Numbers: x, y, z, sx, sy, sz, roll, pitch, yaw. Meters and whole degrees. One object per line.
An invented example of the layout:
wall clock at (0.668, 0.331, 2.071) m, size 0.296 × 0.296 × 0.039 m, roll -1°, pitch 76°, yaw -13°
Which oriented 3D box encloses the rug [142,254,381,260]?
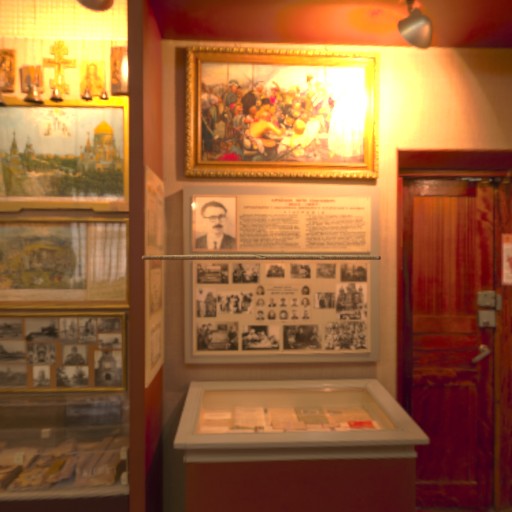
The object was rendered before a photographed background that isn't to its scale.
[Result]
rug at (0.000, 0.000, 2.625) m, size 0.762 × 0.012 × 2.438 m, roll 0°, pitch 0°, yaw -1°
